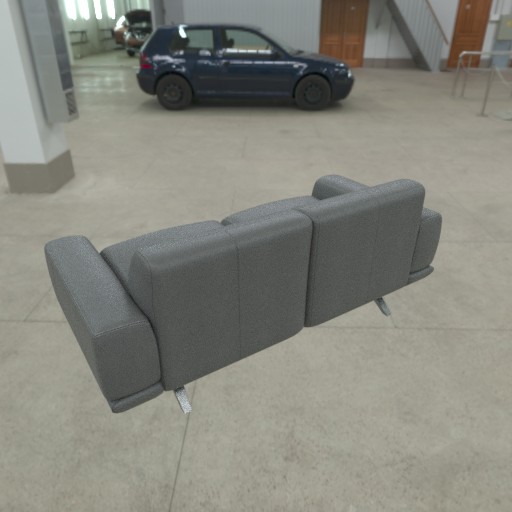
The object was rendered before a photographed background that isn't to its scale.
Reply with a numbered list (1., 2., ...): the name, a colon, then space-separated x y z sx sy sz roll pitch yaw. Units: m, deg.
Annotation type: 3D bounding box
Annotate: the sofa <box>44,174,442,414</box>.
1. sofa: 0.000 0.000 2.336 1.901 0.772 0.900 -18 33 -29
